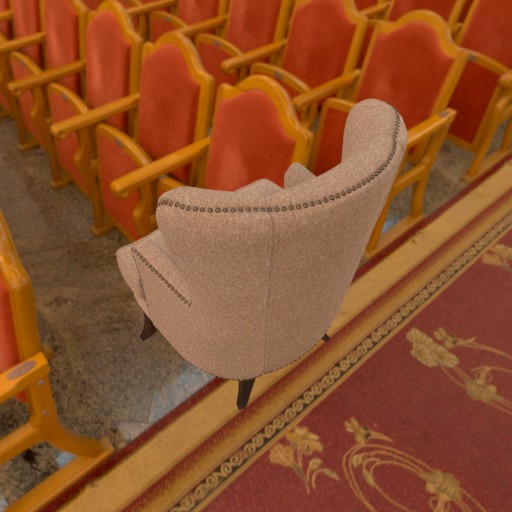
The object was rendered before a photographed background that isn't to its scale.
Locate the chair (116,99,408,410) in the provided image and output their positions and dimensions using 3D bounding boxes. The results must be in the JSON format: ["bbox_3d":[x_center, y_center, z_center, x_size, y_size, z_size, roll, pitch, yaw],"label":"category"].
[{"bbox_3d":[0.000,0.000,1.564,0.759,1.060,0.758,-31,53,-27],"label":"chair"}]
